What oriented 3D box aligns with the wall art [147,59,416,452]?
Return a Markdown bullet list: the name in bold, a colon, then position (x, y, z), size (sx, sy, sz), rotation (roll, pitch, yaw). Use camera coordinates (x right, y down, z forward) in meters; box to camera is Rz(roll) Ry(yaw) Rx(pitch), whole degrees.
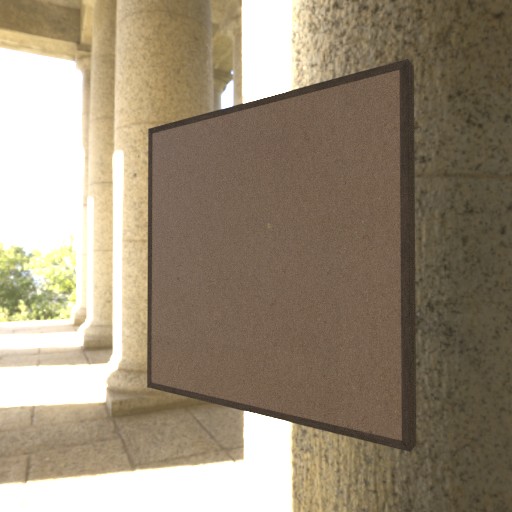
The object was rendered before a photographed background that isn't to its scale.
- **wall art**: position (0.000, 0.000, 1.098), size (0.762, 0.762, 0.038), rotation (-1, -1, 36)
